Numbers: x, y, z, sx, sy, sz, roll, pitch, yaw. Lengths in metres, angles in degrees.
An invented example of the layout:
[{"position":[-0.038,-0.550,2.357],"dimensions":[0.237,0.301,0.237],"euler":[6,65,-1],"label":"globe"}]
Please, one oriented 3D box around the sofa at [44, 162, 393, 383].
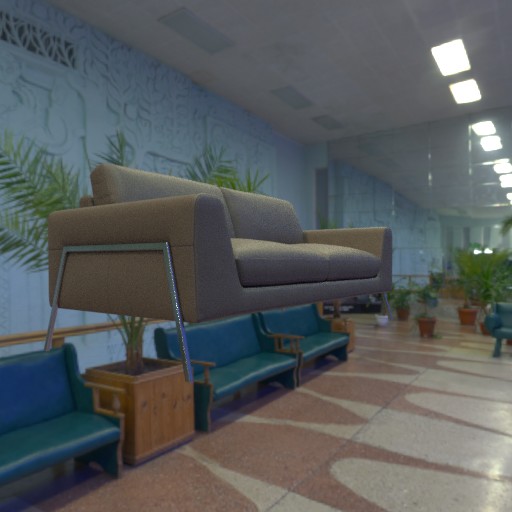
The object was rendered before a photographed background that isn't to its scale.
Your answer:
[{"position":[0.000,0.000,2.567],"dimensions":[0.953,0.875,2.017],"euler":[-1,-1,36],"label":"sofa"}]
